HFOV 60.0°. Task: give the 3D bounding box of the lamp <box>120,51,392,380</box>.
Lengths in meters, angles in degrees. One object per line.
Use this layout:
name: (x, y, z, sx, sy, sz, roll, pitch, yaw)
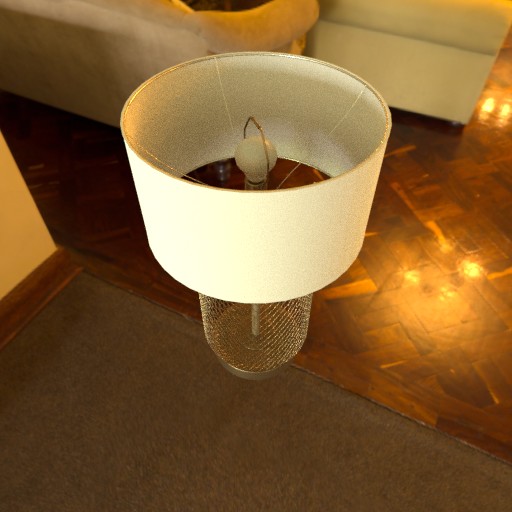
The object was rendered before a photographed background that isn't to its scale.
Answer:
lamp: (0.000, 0.000, 0.799, 0.353, 0.578, 0.353, 0, 47, 0)
